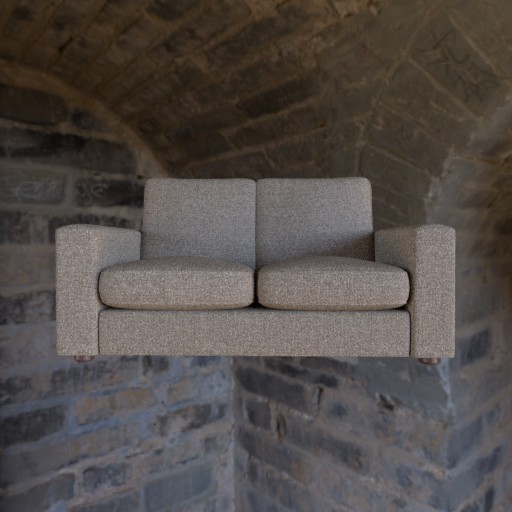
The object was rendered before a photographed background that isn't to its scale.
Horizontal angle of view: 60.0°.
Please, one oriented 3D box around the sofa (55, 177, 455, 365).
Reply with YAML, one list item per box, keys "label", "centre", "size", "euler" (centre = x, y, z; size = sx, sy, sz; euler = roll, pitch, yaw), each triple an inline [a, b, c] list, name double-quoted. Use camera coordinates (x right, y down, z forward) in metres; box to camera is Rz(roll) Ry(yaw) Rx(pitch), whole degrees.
- label: "sofa"
  centre: [0.000, 0.000, 2.237]
  size: [1.616, 0.873, 1.016]
  euler: [0, 1, 1]
